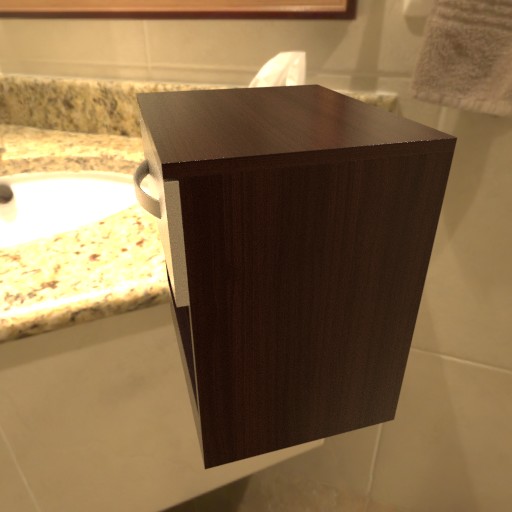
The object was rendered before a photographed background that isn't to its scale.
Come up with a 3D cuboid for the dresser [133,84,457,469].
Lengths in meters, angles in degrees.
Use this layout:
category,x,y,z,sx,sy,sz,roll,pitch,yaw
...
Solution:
category,x,y,z,sx,sy,sz,roll,pitch,yaw
dresser,0.000,0.000,0.743,0.360,0.470,0.400,-8,31,-14
